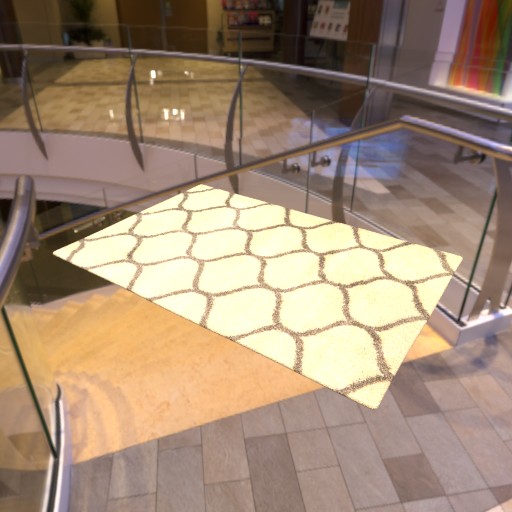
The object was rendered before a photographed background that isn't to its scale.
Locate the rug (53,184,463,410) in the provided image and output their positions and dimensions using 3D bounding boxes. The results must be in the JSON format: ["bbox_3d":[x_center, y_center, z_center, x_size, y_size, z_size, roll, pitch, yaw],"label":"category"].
[{"bbox_3d":[0.000,0.000,3.492,2.701,0.026,1.801,20,36,30],"label":"rug"}]
